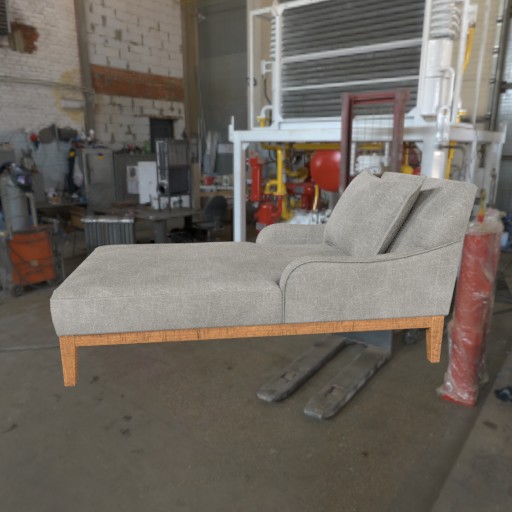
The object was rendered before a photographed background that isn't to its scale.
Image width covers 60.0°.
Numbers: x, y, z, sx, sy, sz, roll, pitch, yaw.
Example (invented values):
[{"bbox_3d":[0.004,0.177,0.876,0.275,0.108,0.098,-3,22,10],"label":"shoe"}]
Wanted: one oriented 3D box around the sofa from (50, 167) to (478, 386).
[{"bbox_3d":[0.000,0.000,2.269,1.779,0.859,0.894,-2,14,-7],"label":"sofa"}]
